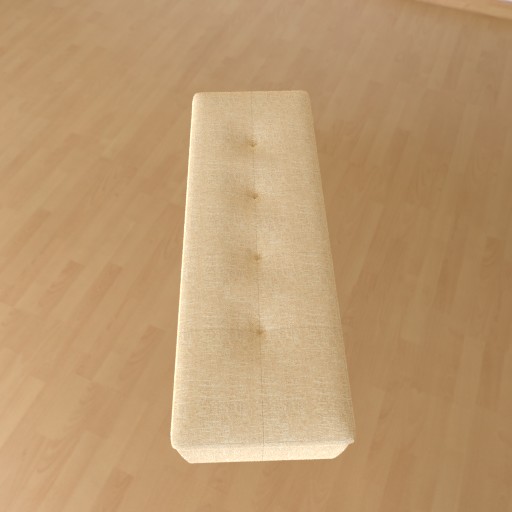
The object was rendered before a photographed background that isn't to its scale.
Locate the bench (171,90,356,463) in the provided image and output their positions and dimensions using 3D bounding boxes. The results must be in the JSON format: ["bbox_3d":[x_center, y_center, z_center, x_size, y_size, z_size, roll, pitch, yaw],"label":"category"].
[{"bbox_3d":[0.000,0.000,1.468,0.432,0.406,1.219,-1,59,-1],"label":"bench"}]
